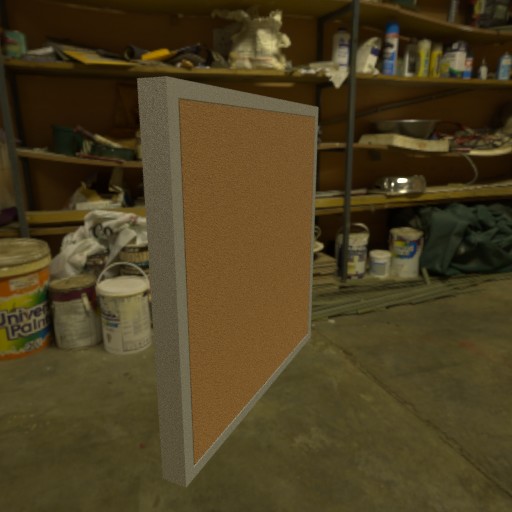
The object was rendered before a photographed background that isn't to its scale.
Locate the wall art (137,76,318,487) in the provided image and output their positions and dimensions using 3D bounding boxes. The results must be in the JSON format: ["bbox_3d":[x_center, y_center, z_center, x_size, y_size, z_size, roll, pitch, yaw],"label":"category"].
[{"bbox_3d":[0.000,0.000,0.747,0.038,0.506,0.506,7,16,25],"label":"wall art"}]
